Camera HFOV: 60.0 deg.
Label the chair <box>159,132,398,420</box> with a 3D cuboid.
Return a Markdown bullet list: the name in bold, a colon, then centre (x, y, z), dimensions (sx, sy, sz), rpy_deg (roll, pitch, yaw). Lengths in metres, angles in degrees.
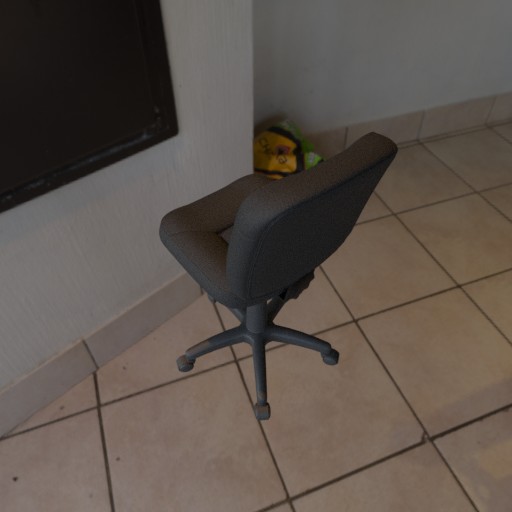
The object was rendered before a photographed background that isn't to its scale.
- **chair**: centre (0.000, 0.000, 1.385), dimensions (0.610, 0.972, 0.610), rpy_deg (-30, 53, -26)
